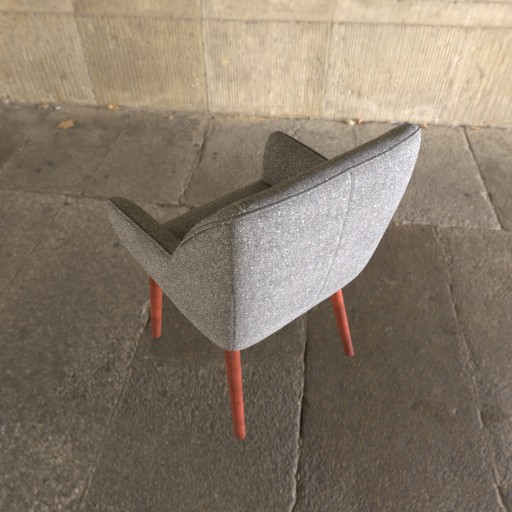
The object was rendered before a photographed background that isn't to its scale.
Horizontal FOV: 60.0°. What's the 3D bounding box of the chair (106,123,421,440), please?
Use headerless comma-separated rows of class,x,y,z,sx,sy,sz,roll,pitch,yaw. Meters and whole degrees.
chair,0.000,0.000,1.141,0.543,0.803,0.519,-29,52,-26
